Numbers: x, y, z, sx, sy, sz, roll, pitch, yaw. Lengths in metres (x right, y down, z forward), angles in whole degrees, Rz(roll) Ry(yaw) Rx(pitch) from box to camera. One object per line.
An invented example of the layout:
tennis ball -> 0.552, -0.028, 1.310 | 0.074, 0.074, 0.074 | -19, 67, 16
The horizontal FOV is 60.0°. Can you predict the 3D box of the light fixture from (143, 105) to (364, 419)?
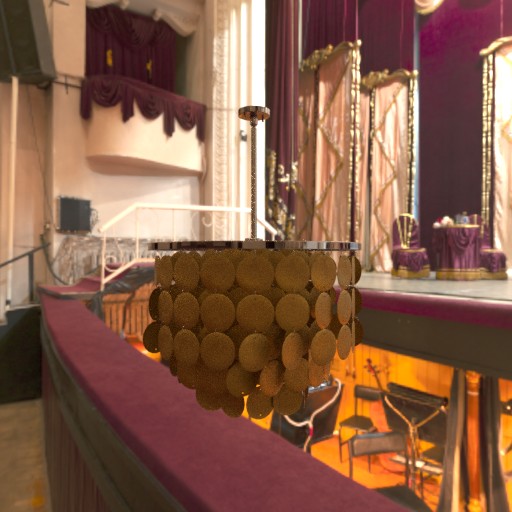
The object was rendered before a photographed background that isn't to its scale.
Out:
light fixture -> 0.000, 0.000, 0.756 | 0.368, 0.492, 0.368 | 0, 0, 0
